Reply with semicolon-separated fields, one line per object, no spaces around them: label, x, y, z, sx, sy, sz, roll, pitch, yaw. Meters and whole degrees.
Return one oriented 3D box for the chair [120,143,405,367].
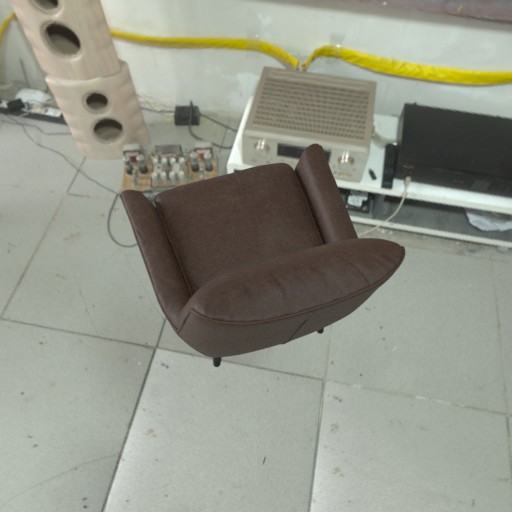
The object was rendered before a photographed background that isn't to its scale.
chair;0.000;0.000;1.508;0.787;0.888;0.824;-16;60;-9
